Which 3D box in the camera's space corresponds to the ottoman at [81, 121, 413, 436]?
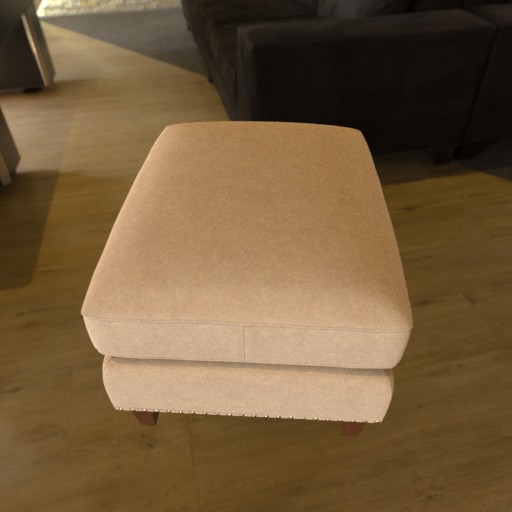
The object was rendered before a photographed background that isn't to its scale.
[{"bbox_3d":[0.000,0.000,1.128,0.584,0.513,0.741,2,42,2],"label":"ottoman"}]
